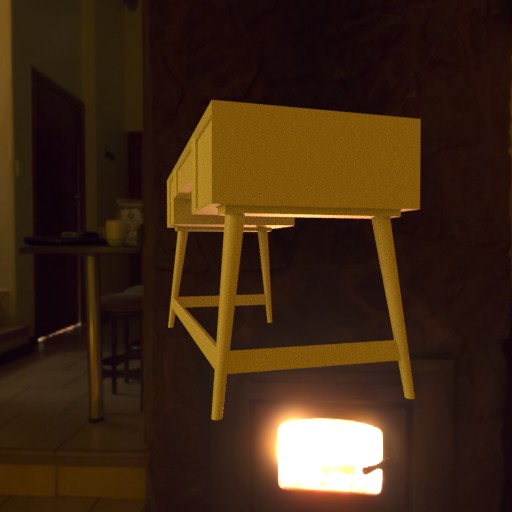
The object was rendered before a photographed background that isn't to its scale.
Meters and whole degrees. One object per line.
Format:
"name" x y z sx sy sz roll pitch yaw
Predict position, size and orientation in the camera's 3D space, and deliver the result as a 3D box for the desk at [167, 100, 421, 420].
"desk" 0.000 0.000 1.761 0.589 0.762 1.313 0 1 -16
